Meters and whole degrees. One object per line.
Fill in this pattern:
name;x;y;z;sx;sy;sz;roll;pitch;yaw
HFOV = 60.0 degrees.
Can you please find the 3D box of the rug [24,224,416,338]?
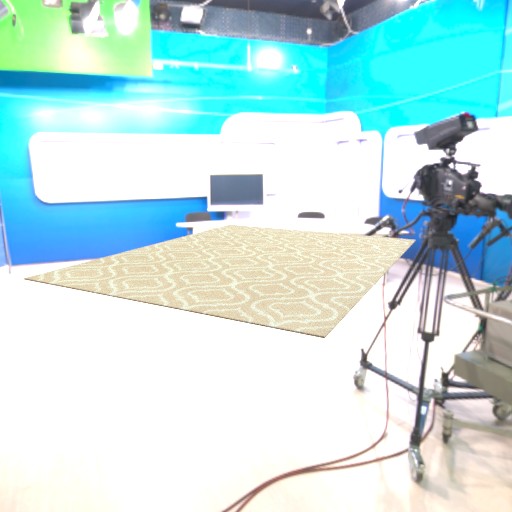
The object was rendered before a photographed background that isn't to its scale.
rug;0.000;0.000;3.944;2.286;0.013;2.894;7;14;27
